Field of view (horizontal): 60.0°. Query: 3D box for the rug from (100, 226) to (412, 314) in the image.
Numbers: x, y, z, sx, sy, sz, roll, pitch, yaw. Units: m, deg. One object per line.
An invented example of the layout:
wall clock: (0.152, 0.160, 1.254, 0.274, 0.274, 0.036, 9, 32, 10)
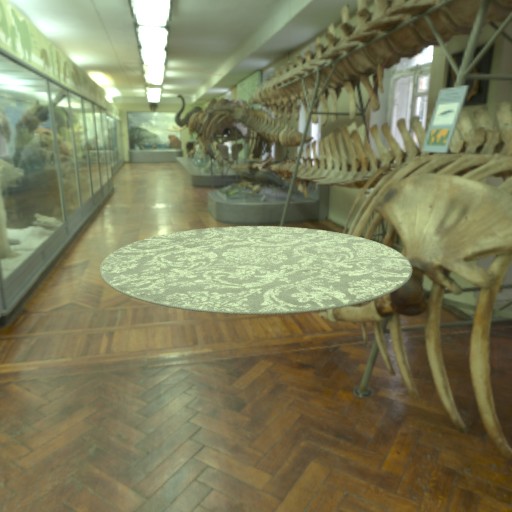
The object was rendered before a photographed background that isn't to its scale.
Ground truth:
rug: (0.000, 0.000, 2.383, 1.593, 0.012, 1.593, 0, 15, 0)
